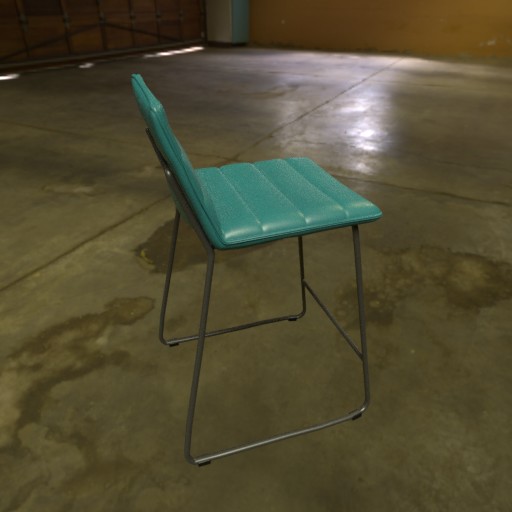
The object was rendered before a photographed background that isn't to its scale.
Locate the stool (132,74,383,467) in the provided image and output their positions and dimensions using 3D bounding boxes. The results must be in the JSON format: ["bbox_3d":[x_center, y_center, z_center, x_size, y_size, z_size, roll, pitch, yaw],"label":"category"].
[{"bbox_3d":[0.000,0.000,1.152,0.524,0.866,0.489,-10,31,-16],"label":"stool"}]
